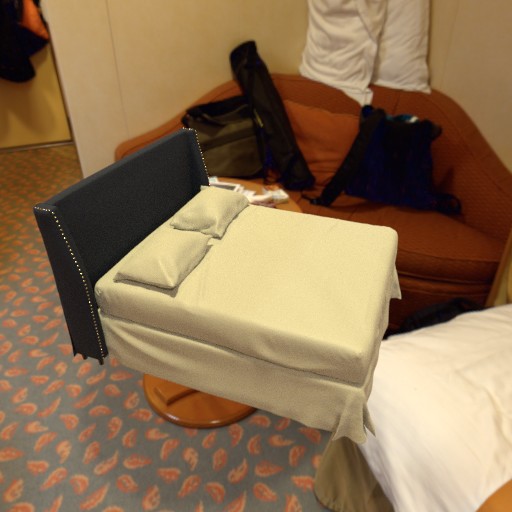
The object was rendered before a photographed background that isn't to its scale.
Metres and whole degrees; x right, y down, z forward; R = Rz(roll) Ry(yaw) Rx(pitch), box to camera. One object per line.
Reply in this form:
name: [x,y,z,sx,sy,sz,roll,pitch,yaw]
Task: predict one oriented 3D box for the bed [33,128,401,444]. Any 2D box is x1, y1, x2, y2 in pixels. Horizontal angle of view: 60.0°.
bed: [0.000,0.000,3.486,2.276,1.332,1.925,12,34,18]
